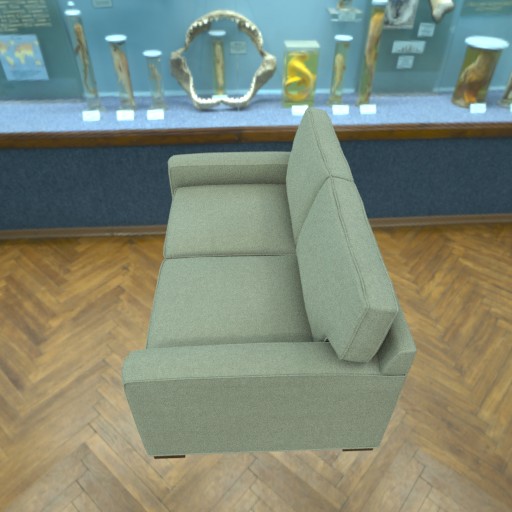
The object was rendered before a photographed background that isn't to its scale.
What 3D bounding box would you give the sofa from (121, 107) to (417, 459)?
[{"bbox_3d":[0.000,0.000,2.053,0.940,0.853,1.484,-1,41,-2],"label":"sofa"}]
